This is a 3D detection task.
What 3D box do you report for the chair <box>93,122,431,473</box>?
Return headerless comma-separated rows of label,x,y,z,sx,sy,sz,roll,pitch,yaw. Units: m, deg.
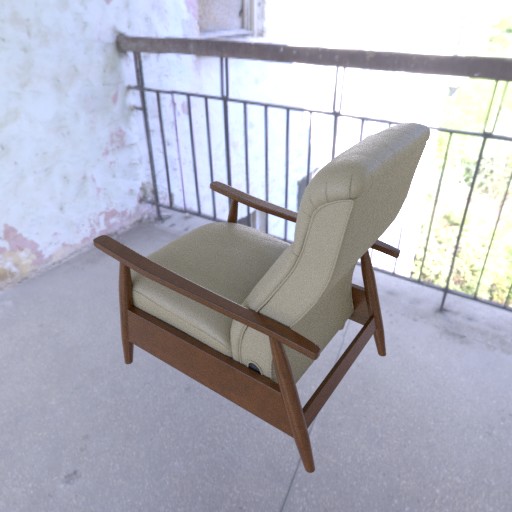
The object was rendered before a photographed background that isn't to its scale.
chair,0.000,0.000,1.766,1.014,1.082,0.762,19,36,29
